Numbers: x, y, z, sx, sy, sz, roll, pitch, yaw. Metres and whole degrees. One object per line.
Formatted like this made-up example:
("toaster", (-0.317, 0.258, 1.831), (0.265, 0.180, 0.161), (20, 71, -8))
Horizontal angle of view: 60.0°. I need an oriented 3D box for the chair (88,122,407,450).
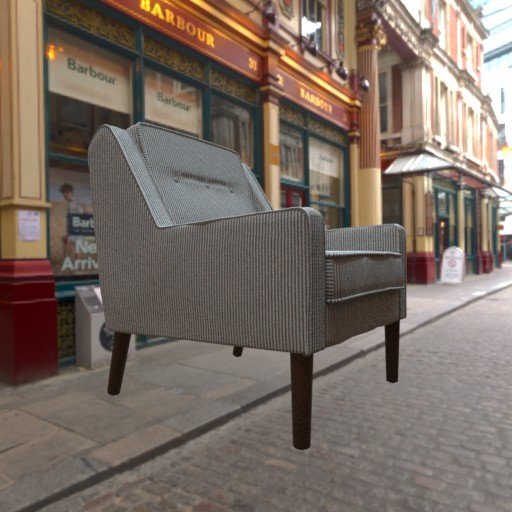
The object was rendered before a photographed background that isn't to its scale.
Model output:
("chair", (0.000, 0.000, 1.325), (0.743, 0.792, 0.663), (0, 0, 35))
